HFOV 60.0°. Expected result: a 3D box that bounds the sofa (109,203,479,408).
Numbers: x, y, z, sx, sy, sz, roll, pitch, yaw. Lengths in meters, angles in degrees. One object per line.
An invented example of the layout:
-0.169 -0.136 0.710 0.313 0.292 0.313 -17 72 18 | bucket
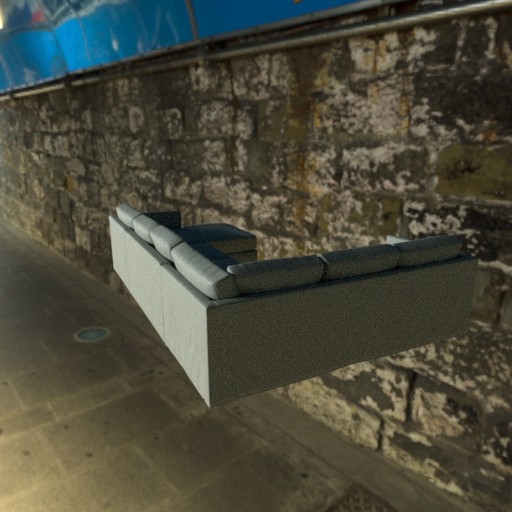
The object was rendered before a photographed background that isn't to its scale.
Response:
0.000 0.000 4.702 2.427 0.882 3.460 -8 17 -26 | sofa
